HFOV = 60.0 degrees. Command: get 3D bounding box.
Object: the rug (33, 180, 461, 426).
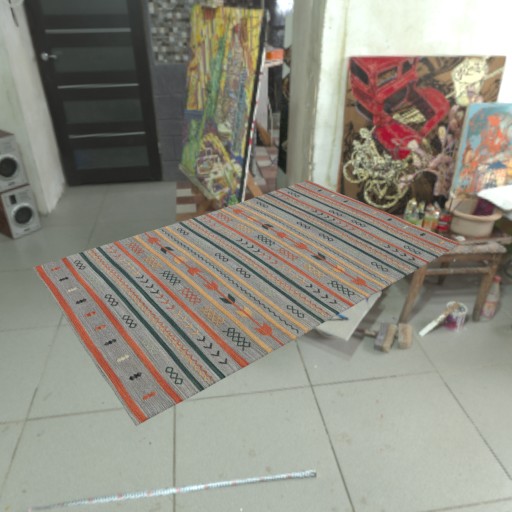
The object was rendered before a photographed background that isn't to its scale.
[{"bbox_3d":[0.000,0.000,2.964,2.439,0.029,1.537,-22,37,-32],"label":"rug"}]
